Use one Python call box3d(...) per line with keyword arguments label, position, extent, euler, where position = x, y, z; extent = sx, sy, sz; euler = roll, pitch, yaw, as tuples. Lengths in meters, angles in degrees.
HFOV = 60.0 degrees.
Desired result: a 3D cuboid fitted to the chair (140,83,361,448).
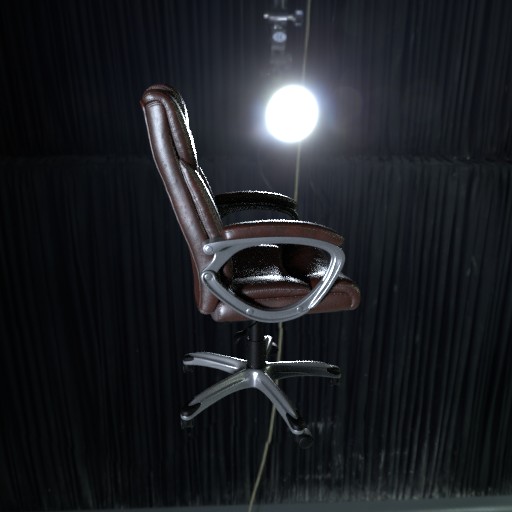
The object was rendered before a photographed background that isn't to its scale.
box3d(label="chair", position=(0.000, 0.000, 1.576), extent=(0.692, 1.128, 0.656), euler=(-2, 17, -8))
